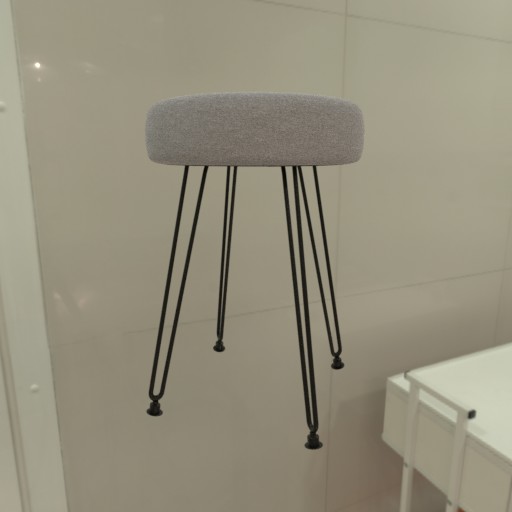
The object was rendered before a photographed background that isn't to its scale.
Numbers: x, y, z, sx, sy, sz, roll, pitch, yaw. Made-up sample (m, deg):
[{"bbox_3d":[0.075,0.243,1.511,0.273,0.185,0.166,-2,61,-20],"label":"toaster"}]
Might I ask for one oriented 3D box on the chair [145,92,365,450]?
[{"bbox_3d":[0.000,0.000,0.665,0.350,0.440,0.350,-6,14,-26],"label":"chair"}]
